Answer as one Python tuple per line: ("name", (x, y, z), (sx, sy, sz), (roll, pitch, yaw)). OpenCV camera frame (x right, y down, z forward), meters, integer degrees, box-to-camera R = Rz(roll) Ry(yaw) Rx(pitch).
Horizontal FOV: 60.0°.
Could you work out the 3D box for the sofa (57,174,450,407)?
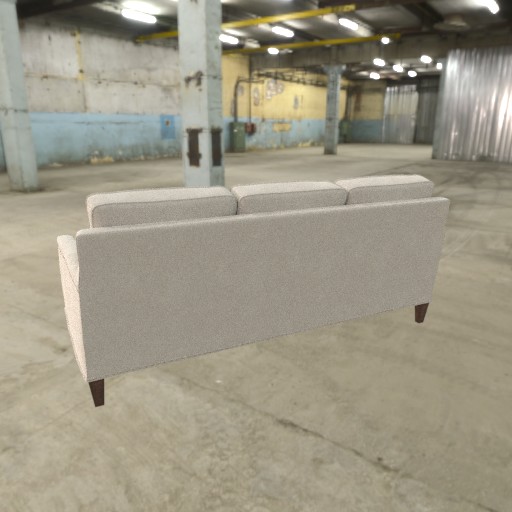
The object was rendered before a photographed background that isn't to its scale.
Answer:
("sofa", (0.000, 0.000, 2.800), (2.246, 1.003, 1.084), (-8, 18, -26))
